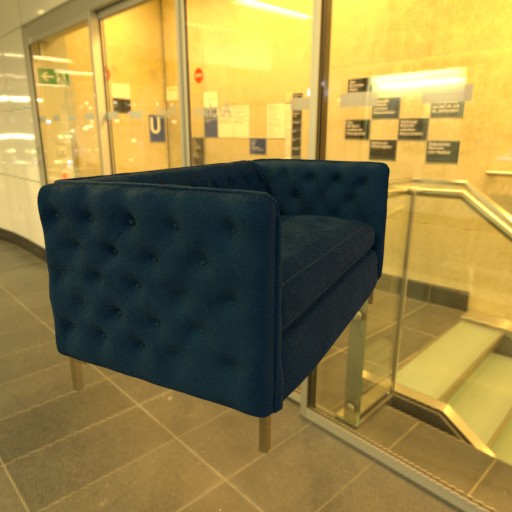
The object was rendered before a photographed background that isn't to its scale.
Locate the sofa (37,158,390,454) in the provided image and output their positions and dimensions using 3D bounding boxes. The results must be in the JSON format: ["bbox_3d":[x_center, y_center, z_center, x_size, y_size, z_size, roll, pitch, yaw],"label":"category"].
[{"bbox_3d":[0.000,0.000,2.059,0.909,0.810,1.583,8,17,26],"label":"sofa"}]
